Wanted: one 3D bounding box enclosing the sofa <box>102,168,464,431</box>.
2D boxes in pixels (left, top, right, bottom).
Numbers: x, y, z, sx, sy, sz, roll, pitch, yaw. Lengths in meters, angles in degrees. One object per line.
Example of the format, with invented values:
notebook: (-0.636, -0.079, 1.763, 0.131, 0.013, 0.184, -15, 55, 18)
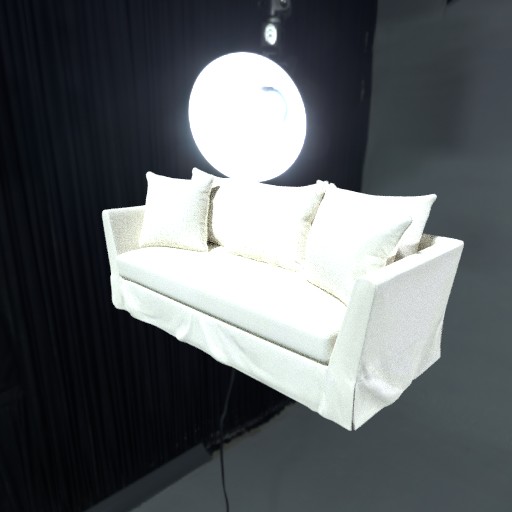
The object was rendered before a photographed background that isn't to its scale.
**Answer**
sofa: (0.000, 0.000, 2.944, 2.290, 1.034, 1.031, 15, 22, 42)
